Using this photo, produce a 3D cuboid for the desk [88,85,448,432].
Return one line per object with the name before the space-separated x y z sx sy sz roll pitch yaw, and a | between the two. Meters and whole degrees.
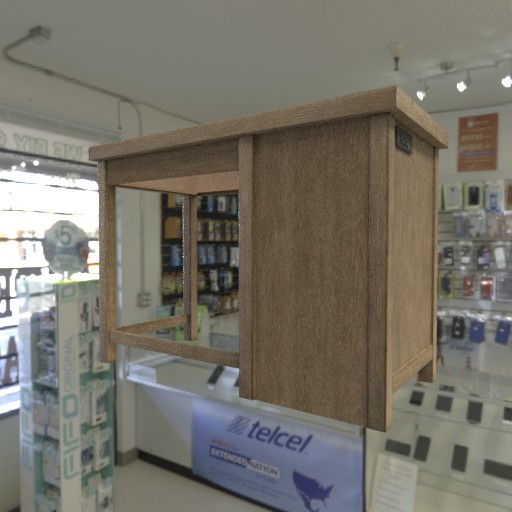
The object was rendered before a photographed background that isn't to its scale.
desk | 0.000 0.000 1.752 1.289 0.912 0.610 1 2 35
